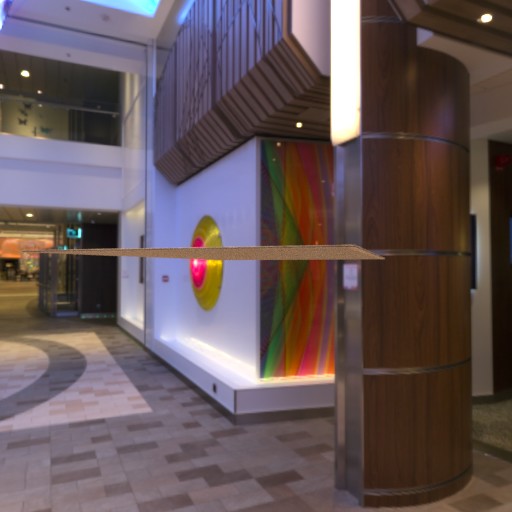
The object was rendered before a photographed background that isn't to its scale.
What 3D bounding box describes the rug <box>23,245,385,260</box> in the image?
[{"bbox_3d":[0.000,0.000,2.325,1.221,0.006,1.827,-1,-2,19],"label":"rug"}]
